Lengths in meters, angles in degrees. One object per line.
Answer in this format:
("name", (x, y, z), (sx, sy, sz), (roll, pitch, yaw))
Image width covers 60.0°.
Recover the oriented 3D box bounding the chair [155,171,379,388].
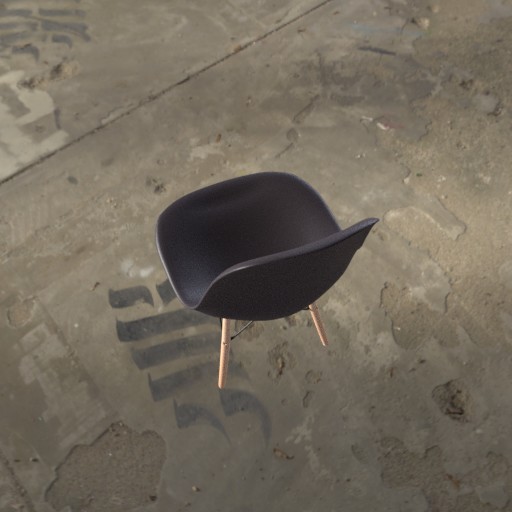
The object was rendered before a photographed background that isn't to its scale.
("chair", (0.000, 0.000, 1.159), (0.470, 0.825, 0.533), (-19, 60, -12))
